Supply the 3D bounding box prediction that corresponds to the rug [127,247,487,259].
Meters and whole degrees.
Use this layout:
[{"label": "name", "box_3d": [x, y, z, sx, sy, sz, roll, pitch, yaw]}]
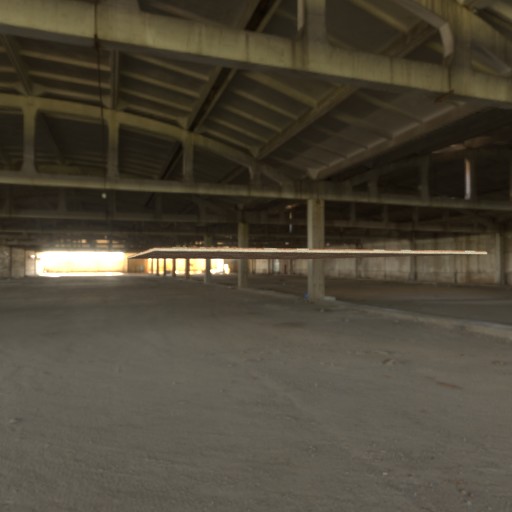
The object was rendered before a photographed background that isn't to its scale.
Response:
[{"label": "rug", "box_3d": [0.000, 0.000, 2.941, 1.555, 0.016, 2.286, 0, -1, -19]}]
